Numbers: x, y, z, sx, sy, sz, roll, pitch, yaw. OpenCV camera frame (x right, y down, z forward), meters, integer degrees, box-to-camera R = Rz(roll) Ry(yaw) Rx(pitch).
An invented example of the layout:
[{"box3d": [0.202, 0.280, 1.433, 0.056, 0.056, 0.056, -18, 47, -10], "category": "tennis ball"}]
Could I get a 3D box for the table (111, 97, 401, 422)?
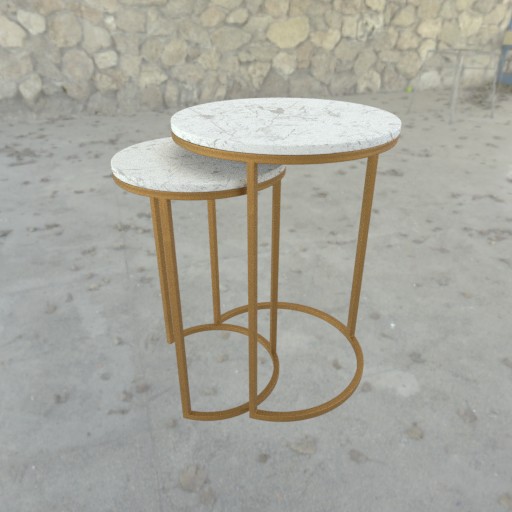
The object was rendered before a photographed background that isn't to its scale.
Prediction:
[{"box3d": [0.000, 0.000, 0.907, 0.507, 0.550, 0.400, -9, 30, -15], "category": "table"}]
